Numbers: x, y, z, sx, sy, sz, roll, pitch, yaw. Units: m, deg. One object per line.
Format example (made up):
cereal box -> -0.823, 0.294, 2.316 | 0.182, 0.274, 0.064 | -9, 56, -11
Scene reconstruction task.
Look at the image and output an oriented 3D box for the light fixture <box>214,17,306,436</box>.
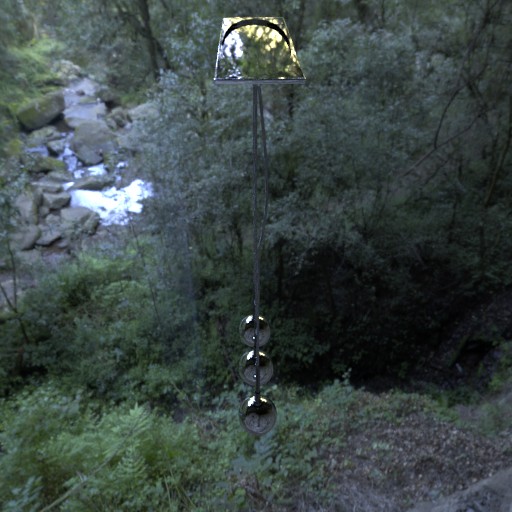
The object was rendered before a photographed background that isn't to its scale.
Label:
light fixture -> 0.000, 0.000, 1.580 | 0.188, 1.408, 0.623 | -1, 39, -1
